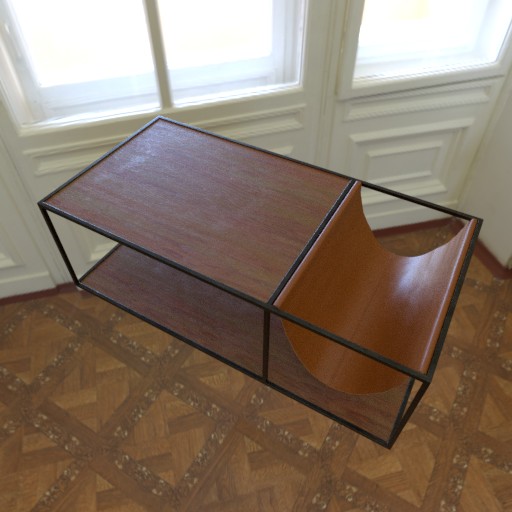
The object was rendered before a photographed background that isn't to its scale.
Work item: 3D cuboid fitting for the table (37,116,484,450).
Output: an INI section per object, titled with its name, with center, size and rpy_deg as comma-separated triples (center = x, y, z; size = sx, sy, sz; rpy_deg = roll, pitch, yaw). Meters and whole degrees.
[table]
center = 0.000, 0.000, 1.470
size = 1.199, 0.403, 0.597
rpy_deg = 23, 51, 20
